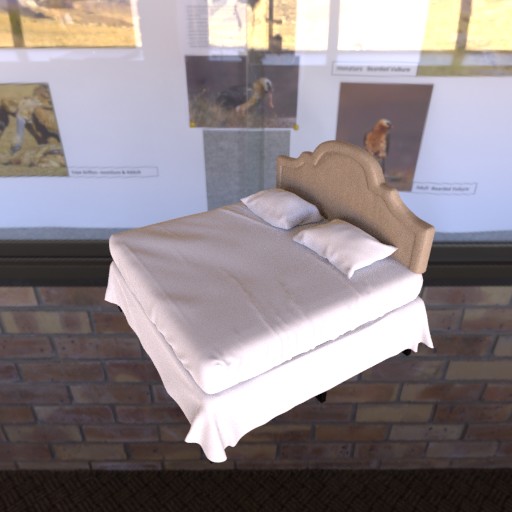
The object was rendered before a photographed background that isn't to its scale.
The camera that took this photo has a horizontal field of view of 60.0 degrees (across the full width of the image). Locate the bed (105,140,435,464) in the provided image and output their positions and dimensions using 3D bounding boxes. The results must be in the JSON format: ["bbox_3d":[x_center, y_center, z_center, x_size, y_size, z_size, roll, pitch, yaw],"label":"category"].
[{"bbox_3d":[0.000,0.000,3.764,2.222,1.631,2.303,-18,35,-27],"label":"bed"}]
